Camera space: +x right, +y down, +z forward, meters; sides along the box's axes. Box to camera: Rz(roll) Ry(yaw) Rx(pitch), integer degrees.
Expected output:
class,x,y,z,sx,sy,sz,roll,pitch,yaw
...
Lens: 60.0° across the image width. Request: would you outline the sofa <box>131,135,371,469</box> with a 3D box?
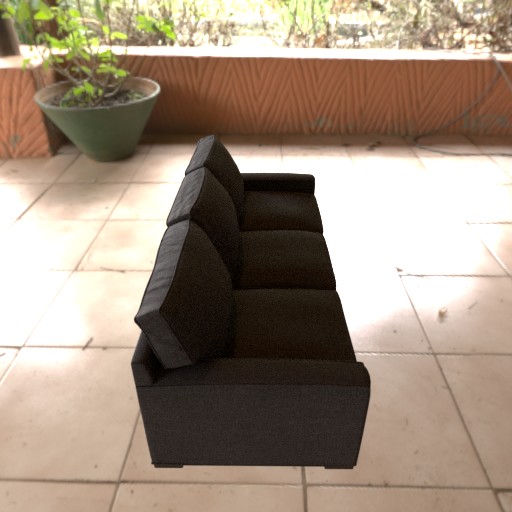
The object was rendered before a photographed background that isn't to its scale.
class,x,y,z,sx,sy,sz,roll,pitch,yaw
sofa,0.000,0.000,2.885,1.004,0.978,2.369,0,32,0
